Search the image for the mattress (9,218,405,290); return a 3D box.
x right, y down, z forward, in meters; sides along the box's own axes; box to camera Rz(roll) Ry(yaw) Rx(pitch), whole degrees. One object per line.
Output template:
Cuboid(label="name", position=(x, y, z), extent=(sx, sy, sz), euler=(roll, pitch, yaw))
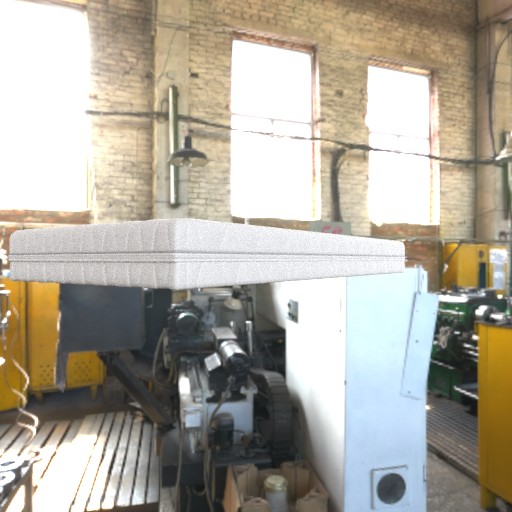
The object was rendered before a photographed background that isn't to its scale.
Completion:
Cuboid(label="mattress", position=(0.000, 0.000, 2.240), extent=(0.900, 0.200, 2.000), euler=(0, -1, 35))
